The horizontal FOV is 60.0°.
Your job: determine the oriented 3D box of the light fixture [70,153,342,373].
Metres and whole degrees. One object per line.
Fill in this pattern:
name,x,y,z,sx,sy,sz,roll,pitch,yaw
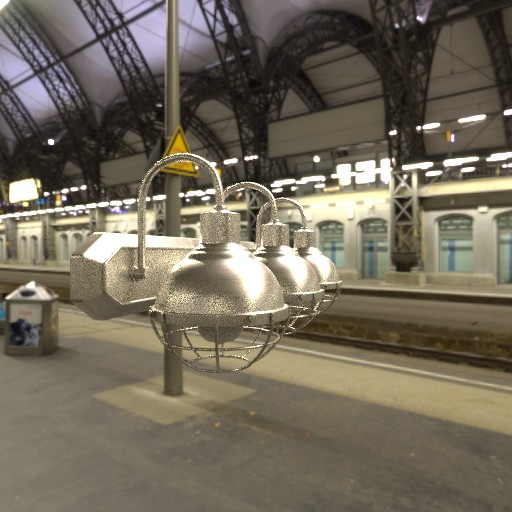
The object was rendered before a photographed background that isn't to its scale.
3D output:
light fixture,0.000,0.000,0.760,0.229,0.254,0.634,0,1,18
